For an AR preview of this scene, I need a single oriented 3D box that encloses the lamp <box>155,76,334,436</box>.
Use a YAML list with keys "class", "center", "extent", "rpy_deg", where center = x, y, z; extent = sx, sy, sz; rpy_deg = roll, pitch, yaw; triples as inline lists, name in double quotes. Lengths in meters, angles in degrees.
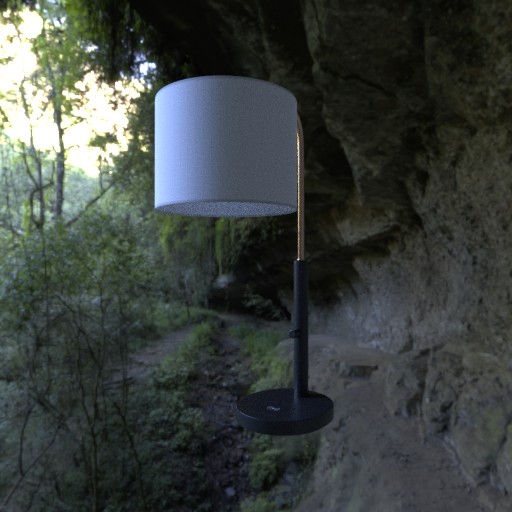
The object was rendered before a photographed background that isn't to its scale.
- class: "lamp"
  center: [0.000, 0.000, 0.686]
  extent: [0.199, 0.540, 0.337]
  rpy_deg: [0, 0, 37]
